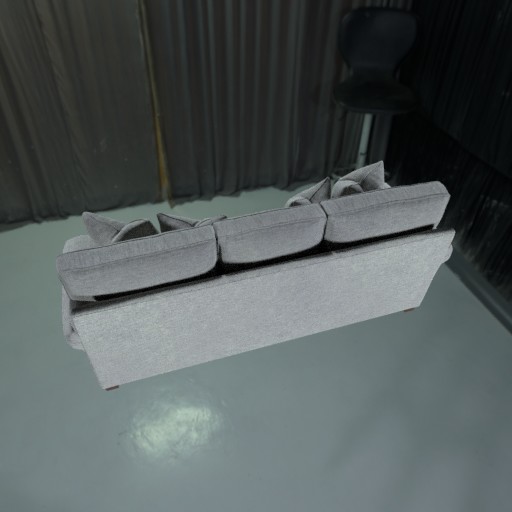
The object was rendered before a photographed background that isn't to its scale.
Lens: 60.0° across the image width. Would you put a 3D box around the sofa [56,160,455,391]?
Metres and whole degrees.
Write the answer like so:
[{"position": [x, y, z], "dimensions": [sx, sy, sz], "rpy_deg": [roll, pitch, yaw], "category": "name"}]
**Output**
[{"position": [0.000, 0.000, 2.846], "dimensions": [2.312, 0.975, 0.965], "rpy_deg": [-12, 41, -14], "category": "sofa"}]
